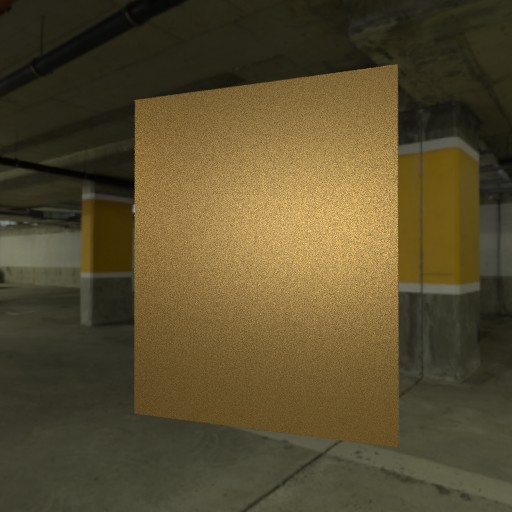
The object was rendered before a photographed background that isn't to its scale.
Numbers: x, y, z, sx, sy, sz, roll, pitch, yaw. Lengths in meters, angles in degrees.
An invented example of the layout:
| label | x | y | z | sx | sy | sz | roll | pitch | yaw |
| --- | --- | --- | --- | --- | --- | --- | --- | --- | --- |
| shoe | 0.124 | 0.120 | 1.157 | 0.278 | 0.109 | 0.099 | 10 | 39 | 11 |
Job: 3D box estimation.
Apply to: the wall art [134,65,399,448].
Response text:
| label | x | y | z | sx | sy | sz | roll | pitch | yaw |
| --- | --- | --- | --- | --- | --- | --- | --- | --- | --- |
| wall art | 0.000 | 0.000 | 0.997 | 0.610 | 0.762 | 0.038 | 0 | -1 | 19 |
